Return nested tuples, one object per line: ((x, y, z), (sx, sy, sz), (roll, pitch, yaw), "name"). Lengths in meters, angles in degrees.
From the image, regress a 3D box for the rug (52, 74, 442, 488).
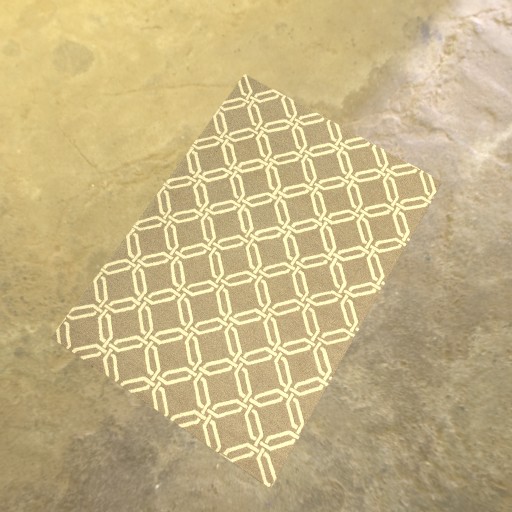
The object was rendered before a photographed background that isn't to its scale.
((0.000, 0.000, 4.392), (2.441, 0.020, 3.419), (31, 77, 8), "rug")
